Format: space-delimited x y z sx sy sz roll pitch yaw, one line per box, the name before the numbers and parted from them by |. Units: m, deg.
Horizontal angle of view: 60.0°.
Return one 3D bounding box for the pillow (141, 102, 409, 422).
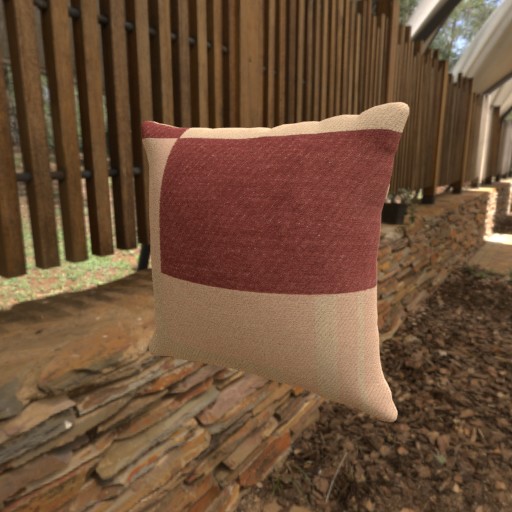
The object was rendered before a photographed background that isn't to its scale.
pillow | 0.000 0.000 0.806 0.536 0.506 0.229 7 15 28
